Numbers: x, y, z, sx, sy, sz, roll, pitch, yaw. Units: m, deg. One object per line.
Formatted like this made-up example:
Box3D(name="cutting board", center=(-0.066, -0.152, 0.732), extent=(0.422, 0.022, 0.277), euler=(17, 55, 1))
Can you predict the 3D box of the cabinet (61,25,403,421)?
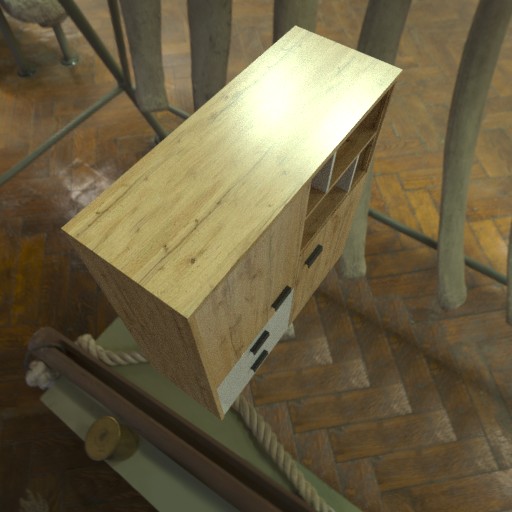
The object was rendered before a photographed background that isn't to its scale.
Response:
Box3D(name="cabinet", center=(0.000, 0.000, 1.982), extent=(0.473, 1.397, 1.168), euler=(32, 64, 18))
